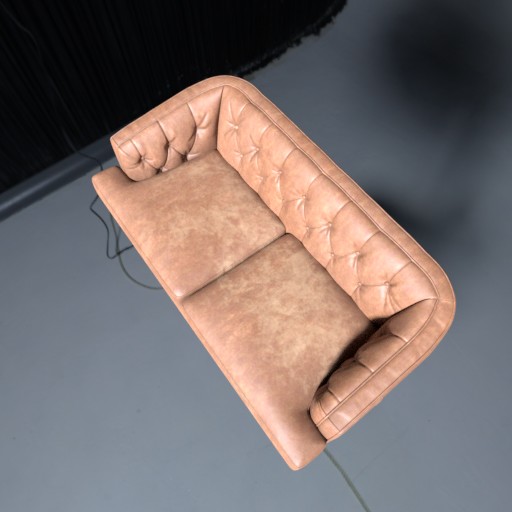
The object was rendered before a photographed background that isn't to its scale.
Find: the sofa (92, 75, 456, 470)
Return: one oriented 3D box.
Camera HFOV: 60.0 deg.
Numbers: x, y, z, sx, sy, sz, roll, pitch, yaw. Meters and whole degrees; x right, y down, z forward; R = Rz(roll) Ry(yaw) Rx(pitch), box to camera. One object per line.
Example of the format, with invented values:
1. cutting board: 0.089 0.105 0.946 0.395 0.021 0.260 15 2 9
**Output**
1. sofa: 0.000 0.000 2.211 0.914 0.786 1.755 -33 68 -16
